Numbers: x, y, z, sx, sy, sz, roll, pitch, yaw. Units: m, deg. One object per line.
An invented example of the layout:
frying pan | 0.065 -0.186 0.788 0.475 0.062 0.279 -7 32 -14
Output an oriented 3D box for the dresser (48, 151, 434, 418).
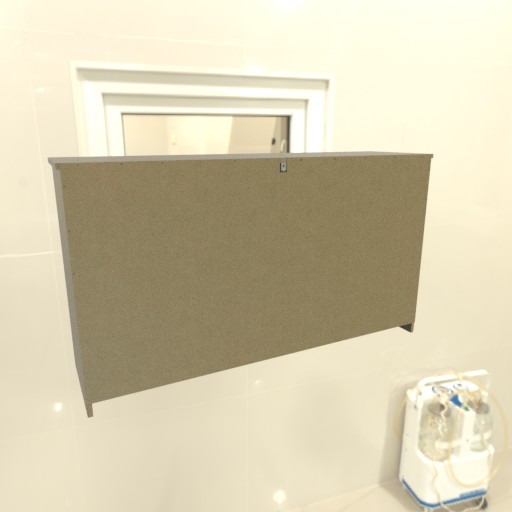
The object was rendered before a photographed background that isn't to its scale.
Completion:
dresser | 0.000 0.000 1.703 1.360 0.755 0.401 -8 17 -26
